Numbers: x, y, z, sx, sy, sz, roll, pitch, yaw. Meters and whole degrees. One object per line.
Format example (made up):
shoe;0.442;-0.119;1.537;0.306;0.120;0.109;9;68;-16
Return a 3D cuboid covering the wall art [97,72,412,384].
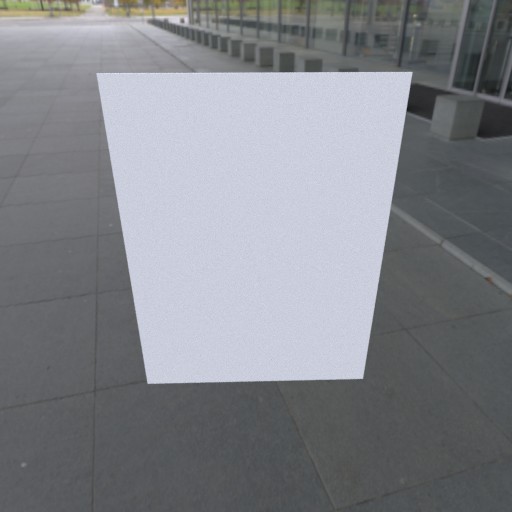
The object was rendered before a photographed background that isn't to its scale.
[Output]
wall art;0.000;0.000;0.792;0.457;0.610;0.003;-1;29;-2
